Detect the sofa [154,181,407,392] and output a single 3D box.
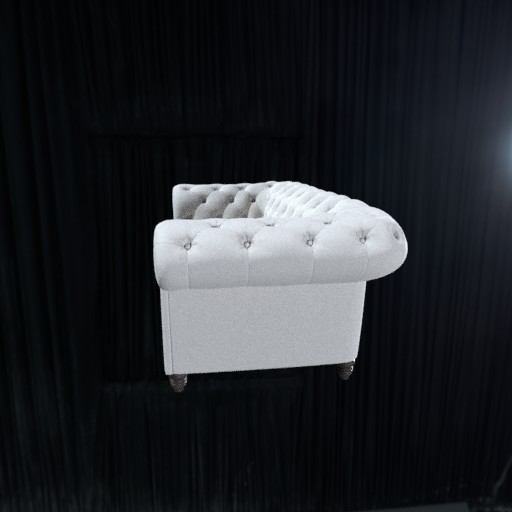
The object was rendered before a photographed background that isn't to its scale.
[{"bbox_3d":[0.000,0.000,2.565,0.986,0.764,1.998,-2,14,-8],"label":"sofa"}]
